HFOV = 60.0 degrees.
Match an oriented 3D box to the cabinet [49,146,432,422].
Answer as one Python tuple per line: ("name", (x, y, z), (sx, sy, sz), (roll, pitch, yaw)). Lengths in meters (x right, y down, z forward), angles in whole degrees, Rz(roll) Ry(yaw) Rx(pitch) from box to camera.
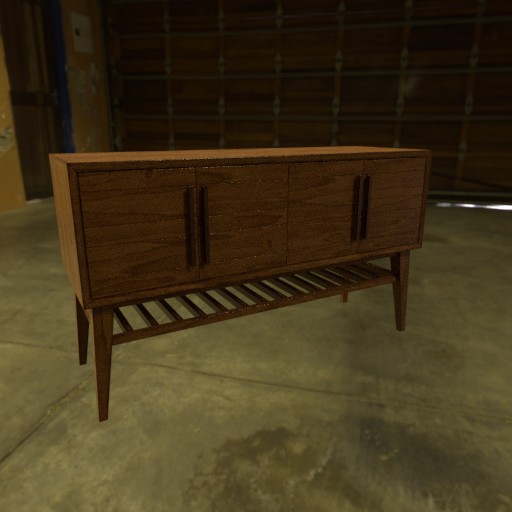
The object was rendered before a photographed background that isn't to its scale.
("cabinet", (0.000, 0.000, 1.753), (1.363, 0.802, 0.477), (-9, 18, -28))
